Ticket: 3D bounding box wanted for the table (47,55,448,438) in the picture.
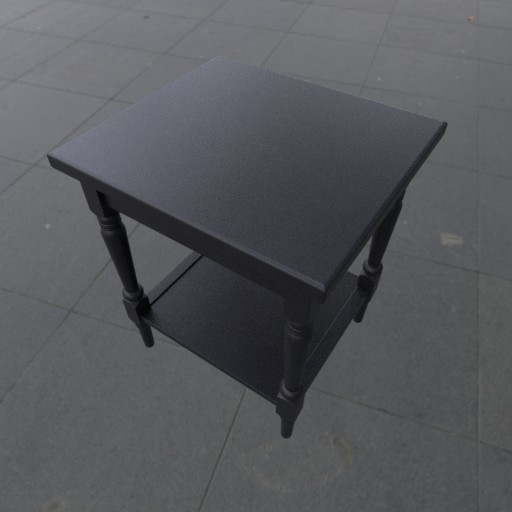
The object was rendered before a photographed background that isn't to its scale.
[{"bbox_3d":[0.000,0.000,0.922,0.488,0.565,0.442,26,52,23],"label":"table"}]
